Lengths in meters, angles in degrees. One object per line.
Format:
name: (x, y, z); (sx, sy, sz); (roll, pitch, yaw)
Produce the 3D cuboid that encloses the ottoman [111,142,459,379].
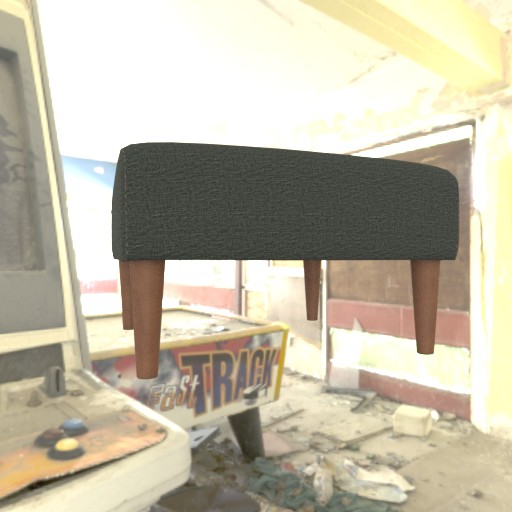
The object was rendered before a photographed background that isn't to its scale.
ottoman: (0.000, 0.000, 1.057); (0.650, 0.398, 0.649); (0, 0, -19)
